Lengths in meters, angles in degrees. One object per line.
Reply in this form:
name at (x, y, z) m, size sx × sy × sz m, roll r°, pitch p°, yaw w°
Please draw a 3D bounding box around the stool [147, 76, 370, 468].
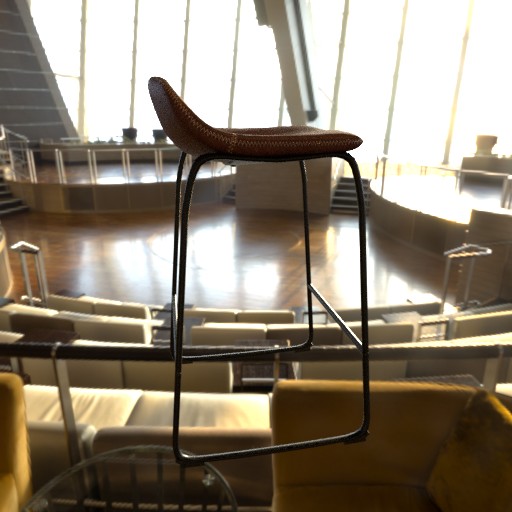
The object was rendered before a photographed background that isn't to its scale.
stool at (0.000, 0.000, 1.114) m, size 0.473 × 0.830 × 0.454 m, roll -4°, pitch 18°, yaw -11°
